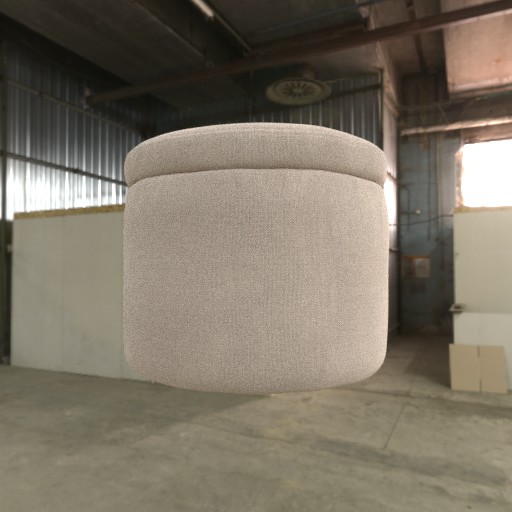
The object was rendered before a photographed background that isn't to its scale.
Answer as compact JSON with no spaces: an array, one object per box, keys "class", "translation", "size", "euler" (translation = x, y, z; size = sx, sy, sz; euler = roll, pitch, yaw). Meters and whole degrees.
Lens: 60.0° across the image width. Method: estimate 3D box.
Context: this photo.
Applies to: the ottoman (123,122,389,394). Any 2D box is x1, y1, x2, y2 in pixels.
[{"class":"ottoman","translation":[0.000,0.000,0.863],"size":[0.497,0.409,0.497],"euler":[0,-1,0]}]
